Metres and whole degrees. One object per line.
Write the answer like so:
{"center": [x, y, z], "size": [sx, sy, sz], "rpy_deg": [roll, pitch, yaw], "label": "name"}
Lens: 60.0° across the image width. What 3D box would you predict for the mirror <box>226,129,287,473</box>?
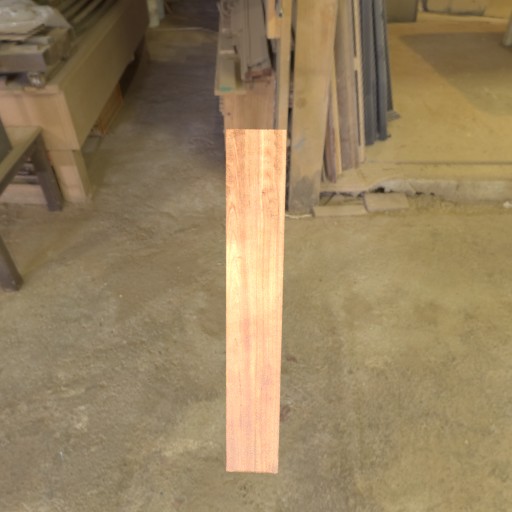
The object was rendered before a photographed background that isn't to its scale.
{"center": [0.000, 0.000, 0.902], "size": [0.100, 0.548, 0.631], "rpy_deg": [1, 41, 1], "label": "mirror"}
